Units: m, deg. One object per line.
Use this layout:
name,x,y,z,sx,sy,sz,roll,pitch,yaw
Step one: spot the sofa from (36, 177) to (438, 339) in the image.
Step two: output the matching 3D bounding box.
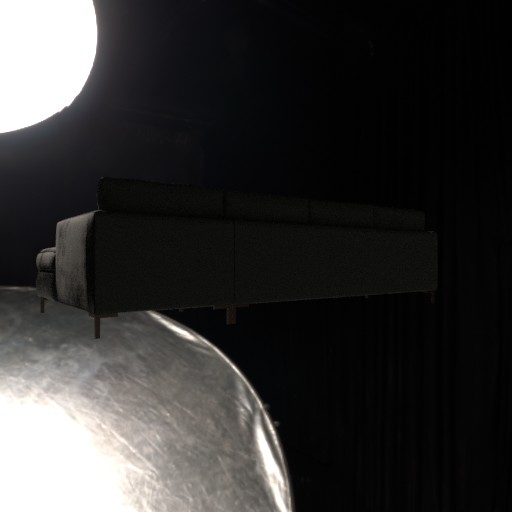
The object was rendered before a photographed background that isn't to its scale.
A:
sofa,0.000,0.000,3.239,2.725,0.756,1.255,0,-1,-36
